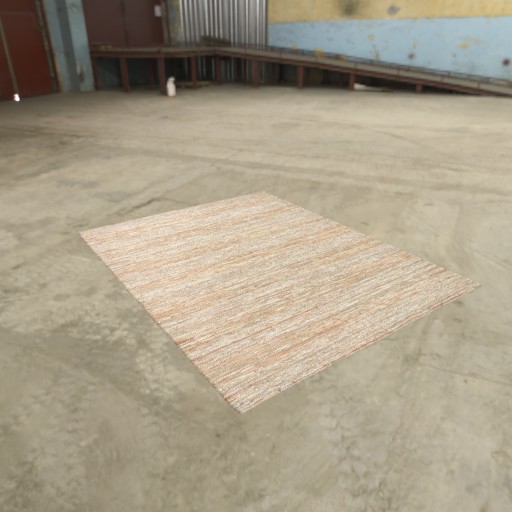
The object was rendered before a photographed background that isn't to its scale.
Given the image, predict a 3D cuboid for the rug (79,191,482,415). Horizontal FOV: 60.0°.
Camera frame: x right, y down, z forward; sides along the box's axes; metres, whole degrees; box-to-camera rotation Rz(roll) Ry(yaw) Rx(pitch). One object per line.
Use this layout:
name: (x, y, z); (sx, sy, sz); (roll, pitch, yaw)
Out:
rug: (0.000, 0.000, 3.936); (2.313, 0.009, 2.939); (-17, 31, -31)
